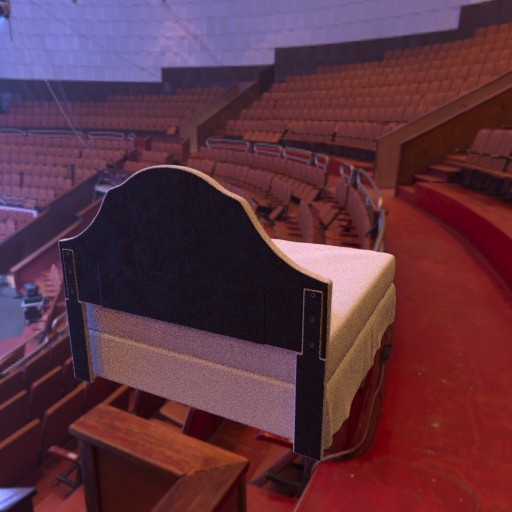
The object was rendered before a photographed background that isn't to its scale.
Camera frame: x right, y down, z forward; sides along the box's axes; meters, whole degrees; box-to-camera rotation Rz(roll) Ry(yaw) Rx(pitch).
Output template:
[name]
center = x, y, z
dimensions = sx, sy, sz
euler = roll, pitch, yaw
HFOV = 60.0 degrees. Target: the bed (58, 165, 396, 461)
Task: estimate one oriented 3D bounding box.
[bed]
center = 0.000, 0.000, 3.659
dimensions = 2.008, 1.615, 2.214
euler = 8, 18, 26
